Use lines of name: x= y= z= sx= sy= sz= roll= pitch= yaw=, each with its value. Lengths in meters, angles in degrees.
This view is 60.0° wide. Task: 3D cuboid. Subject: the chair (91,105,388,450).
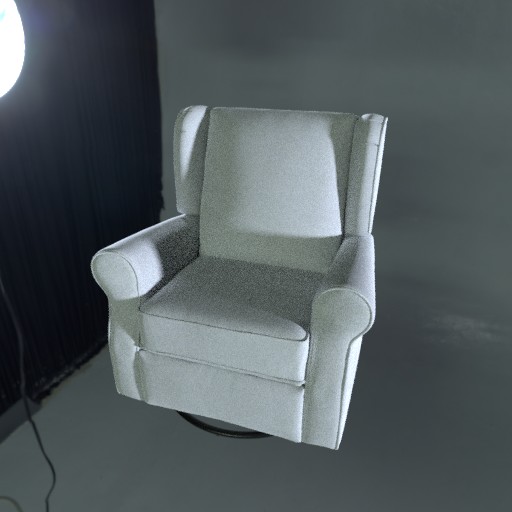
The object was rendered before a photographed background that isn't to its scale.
chair: x=0.000 y=0.000 z=1.648 sx=0.906 sy=0.967 sz=0.854 roll=8 pitch=28 yaw=16
